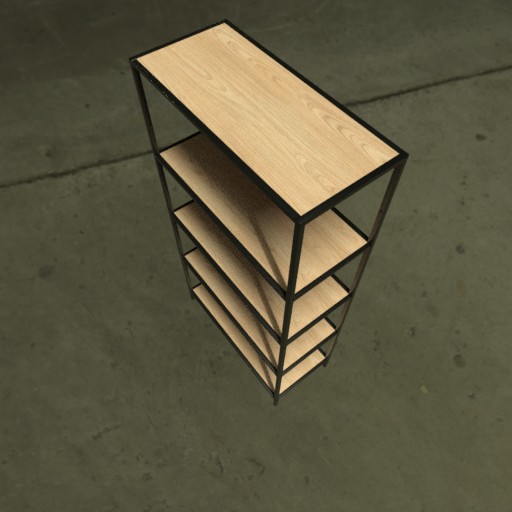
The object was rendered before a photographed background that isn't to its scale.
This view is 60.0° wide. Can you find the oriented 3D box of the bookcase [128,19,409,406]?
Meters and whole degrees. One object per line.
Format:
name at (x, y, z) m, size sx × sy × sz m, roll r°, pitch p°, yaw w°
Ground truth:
bookcase at (0.000, 0.000, 1.811) m, size 0.350 × 1.500 × 0.770 m, roll -33°, pitch 62°, yaw -20°
